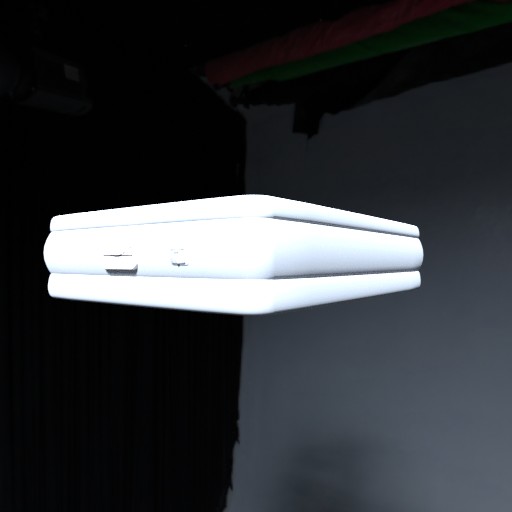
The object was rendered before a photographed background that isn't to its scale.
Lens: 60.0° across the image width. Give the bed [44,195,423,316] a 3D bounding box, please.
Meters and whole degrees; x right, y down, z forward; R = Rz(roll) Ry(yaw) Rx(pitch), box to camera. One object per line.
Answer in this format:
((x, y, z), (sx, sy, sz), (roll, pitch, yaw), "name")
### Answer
((0.000, 0.000, 2.721), (1.520, 0.460, 2.036), (0, -1, 36), "bed")
